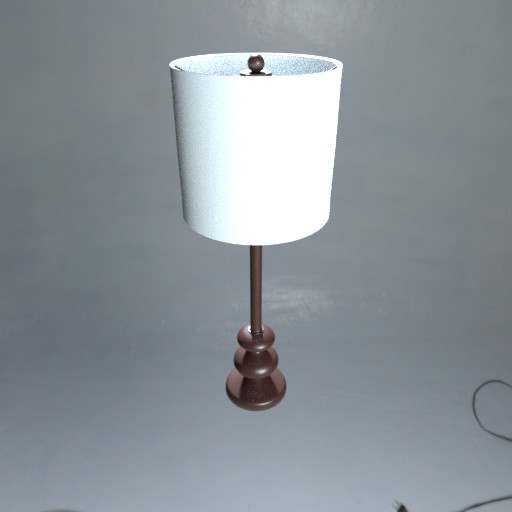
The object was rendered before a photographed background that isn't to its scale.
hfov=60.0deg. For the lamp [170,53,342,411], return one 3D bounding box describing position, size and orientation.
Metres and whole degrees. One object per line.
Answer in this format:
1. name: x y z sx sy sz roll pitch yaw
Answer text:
1. lamp: 0.000 0.000 0.826 0.254 0.690 0.254 0 31 1
